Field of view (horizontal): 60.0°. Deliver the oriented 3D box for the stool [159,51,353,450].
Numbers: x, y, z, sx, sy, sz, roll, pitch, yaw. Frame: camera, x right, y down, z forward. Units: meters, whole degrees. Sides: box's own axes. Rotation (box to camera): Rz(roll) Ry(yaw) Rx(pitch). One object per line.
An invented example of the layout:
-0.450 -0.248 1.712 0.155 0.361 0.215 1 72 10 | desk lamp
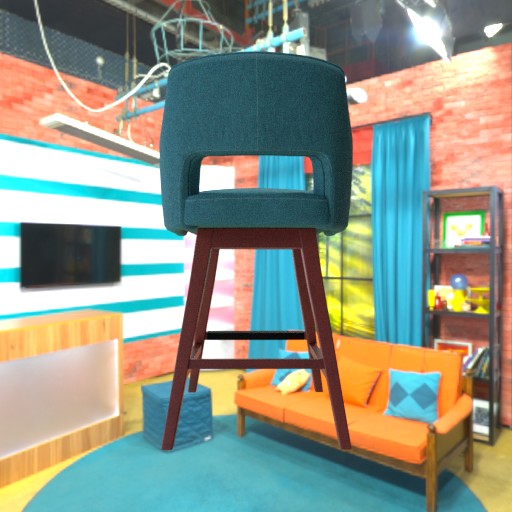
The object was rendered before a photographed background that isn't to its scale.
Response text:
0.000 0.000 1.302 0.548 0.961 0.556 0 1 0 | stool
